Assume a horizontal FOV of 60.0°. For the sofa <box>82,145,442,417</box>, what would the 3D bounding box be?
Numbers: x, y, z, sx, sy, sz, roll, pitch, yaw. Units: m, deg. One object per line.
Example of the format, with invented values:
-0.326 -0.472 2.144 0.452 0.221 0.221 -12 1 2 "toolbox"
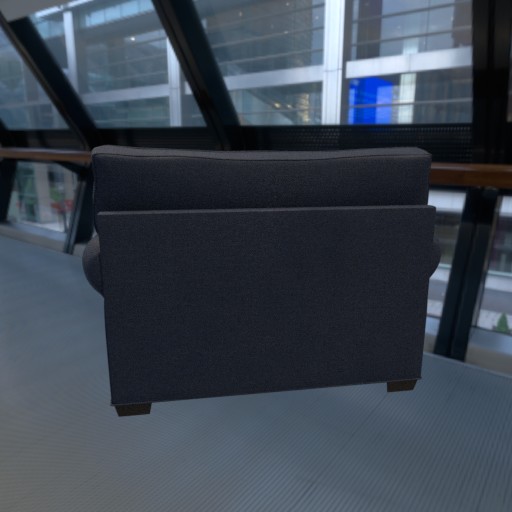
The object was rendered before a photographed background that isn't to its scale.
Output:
0.000 0.000 2.082 1.405 1.004 0.938 -2 14 -9 "sofa"
